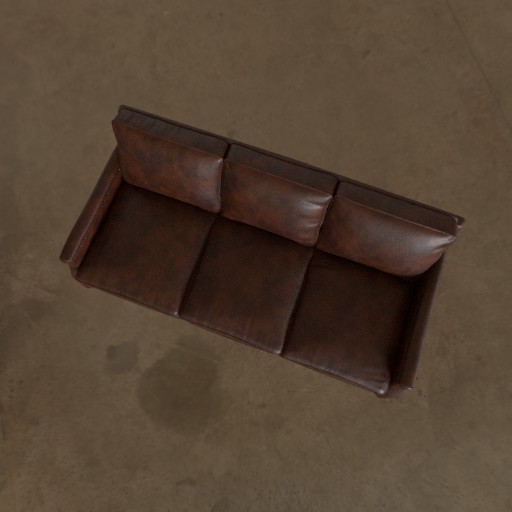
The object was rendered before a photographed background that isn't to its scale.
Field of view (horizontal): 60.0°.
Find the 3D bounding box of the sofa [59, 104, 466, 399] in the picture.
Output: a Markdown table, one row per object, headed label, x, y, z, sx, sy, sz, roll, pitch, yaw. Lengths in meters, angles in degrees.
| label | x | y | z | sx | sy | sz | roll | pitch | yaw |
| --- | --- | --- | --- | --- | --- | --- | --- | --- | --- |
| sofa | 0.000 | 0.000 | 2.819 | 2.240 | 1.003 | 1.084 | 20 | 76 | 5 |
